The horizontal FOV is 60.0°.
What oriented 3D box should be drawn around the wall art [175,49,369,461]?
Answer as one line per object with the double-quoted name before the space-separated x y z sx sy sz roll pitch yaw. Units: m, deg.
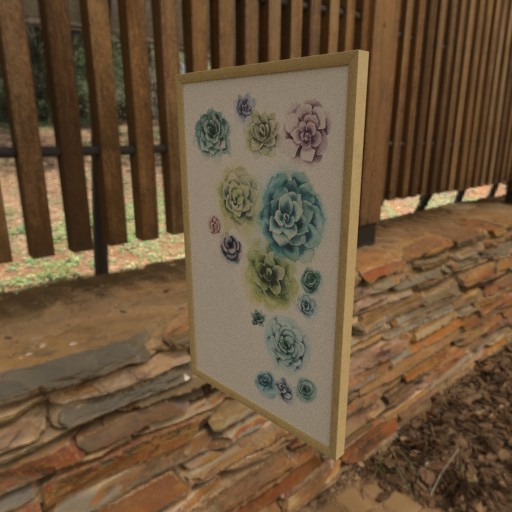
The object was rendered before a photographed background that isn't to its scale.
"wall art" 0.000 0.000 1.018 0.510 0.810 0.039 15 22 43
